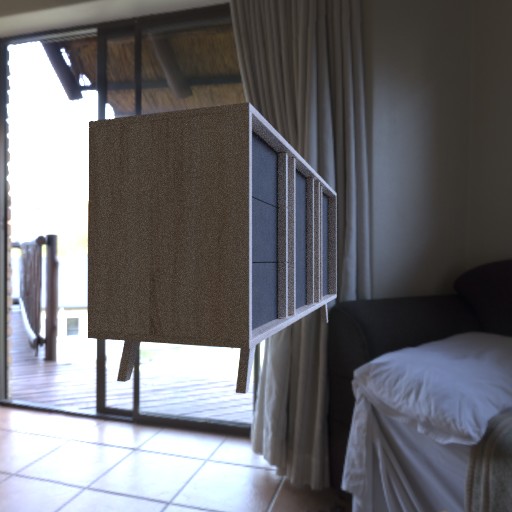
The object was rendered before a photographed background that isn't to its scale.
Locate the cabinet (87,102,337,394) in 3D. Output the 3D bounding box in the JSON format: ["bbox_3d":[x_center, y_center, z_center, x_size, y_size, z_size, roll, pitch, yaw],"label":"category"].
[{"bbox_3d":[0.000,0.000,2.002,0.500,0.780,1.650,0,-1,18],"label":"cabinet"}]
